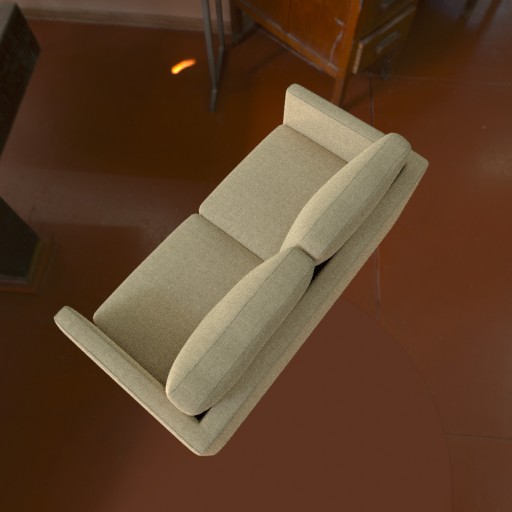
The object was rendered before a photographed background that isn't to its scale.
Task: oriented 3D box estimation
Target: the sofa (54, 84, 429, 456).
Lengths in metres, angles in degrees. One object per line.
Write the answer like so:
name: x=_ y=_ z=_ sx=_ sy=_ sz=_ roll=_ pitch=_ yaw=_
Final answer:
sofa: x=0.000 y=0.000 z=2.451 sx=0.950 sy=0.963 sz=1.884 roll=36 pitch=71 yaw=15
